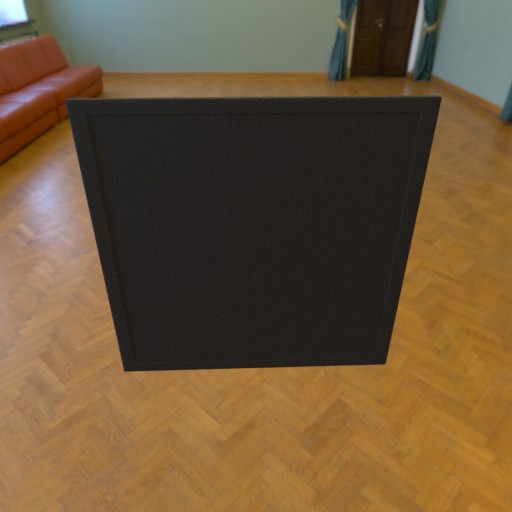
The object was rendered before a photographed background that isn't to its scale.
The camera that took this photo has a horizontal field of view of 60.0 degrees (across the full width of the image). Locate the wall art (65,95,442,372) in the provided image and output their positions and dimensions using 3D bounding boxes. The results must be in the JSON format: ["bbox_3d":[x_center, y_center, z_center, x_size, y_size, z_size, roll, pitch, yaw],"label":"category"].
[{"bbox_3d":[0.000,0.000,0.811,0.562,0.558,0.012,-1,32,-2],"label":"wall art"}]
